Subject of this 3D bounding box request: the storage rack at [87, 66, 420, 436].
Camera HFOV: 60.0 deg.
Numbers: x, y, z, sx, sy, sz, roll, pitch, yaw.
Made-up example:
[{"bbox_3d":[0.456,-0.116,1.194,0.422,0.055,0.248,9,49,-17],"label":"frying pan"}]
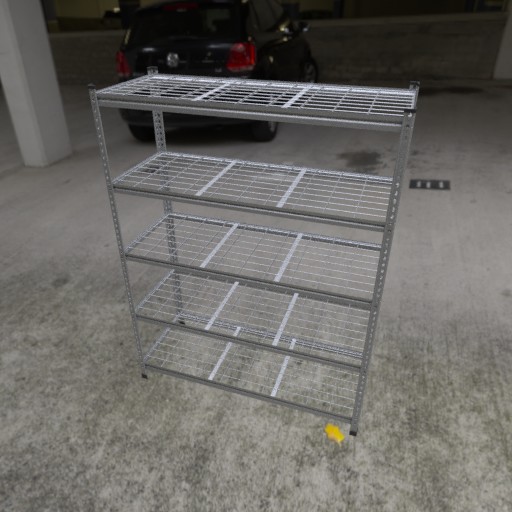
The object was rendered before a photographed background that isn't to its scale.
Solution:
[{"bbox_3d":[0.000,0.000,2.689,1.524,1.981,0.610,10,33,16],"label":"storage rack"}]
